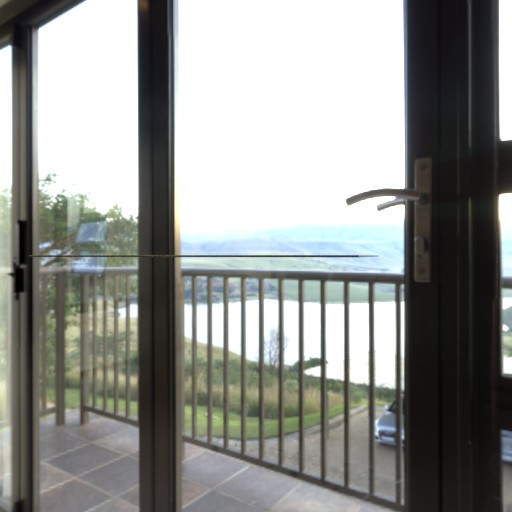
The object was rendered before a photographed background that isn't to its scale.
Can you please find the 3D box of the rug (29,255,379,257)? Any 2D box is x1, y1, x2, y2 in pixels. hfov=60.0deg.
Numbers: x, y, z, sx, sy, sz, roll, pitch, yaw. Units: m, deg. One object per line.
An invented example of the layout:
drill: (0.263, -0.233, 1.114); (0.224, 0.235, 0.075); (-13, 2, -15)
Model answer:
rug: (0.000, 0.000, 2.238); (1.142, 0.006, 1.752); (0, 0, 17)
